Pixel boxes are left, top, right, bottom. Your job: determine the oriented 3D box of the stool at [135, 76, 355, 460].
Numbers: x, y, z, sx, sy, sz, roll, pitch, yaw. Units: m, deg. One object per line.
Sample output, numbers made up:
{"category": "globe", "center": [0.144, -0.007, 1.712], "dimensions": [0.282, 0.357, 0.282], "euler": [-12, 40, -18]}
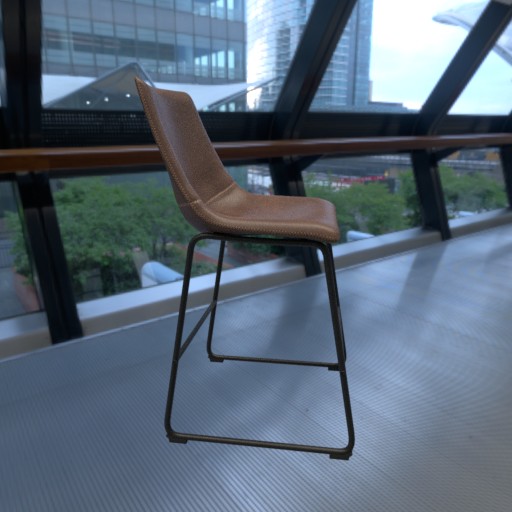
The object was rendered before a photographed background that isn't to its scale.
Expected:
{"category": "stool", "center": [0.000, 0.000, 1.219], "dimensions": [0.550, 0.890, 0.460], "euler": [2, 15, 8]}
